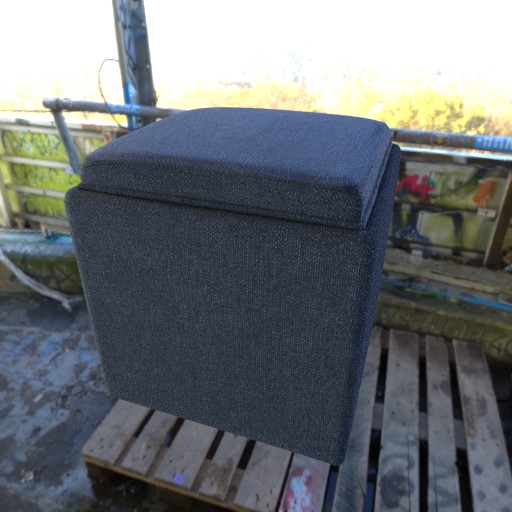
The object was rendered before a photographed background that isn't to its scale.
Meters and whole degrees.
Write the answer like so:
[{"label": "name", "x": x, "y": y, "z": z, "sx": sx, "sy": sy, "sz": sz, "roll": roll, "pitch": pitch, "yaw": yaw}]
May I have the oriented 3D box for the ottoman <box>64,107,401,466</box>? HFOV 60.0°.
[{"label": "ottoman", "x": 0.000, "y": 0.000, "z": 0.839, "sx": 0.454, "sy": 0.493, "sz": 0.436, "roll": 10, "pitch": 31, "yaw": 17}]
